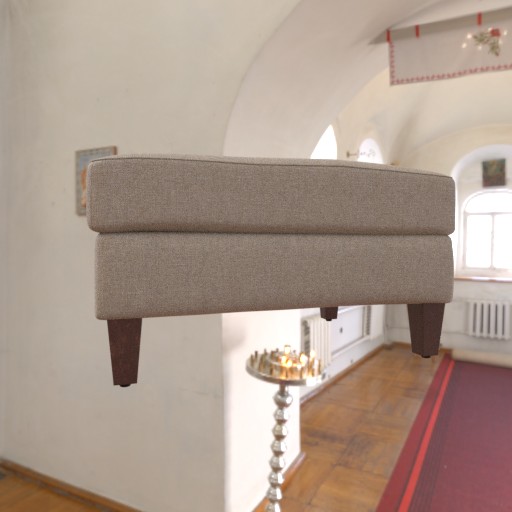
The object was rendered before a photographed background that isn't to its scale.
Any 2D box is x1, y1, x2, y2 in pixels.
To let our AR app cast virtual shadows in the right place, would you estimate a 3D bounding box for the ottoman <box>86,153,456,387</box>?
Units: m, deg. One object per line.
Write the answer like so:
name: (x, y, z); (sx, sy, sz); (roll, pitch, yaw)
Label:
ottoman: (0.000, 0.000, 1.300); (0.898, 0.519, 0.677); (-1, 2, -18)
